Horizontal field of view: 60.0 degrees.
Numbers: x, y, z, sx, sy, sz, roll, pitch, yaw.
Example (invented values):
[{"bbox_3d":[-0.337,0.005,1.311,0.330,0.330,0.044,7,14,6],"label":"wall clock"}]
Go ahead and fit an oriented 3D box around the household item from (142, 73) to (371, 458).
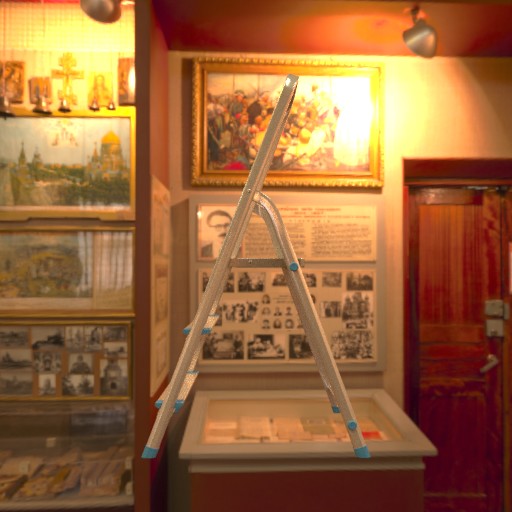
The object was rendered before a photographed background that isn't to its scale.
[{"bbox_3d":[0.000,0.000,1.542,0.687,1.215,0.420,0,-1,0],"label":"household item"}]
